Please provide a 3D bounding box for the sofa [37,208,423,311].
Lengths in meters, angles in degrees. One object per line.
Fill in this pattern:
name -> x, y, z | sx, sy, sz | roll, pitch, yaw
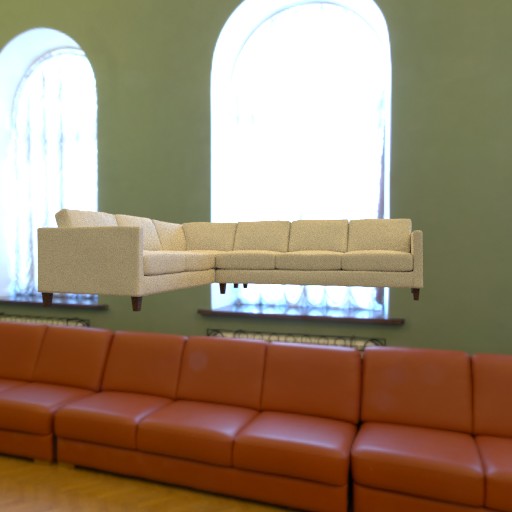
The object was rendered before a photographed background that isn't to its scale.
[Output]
sofa -> 0.000, 0.000, 4.455 | 3.182, 0.863, 2.432 | 0, 1, 18
